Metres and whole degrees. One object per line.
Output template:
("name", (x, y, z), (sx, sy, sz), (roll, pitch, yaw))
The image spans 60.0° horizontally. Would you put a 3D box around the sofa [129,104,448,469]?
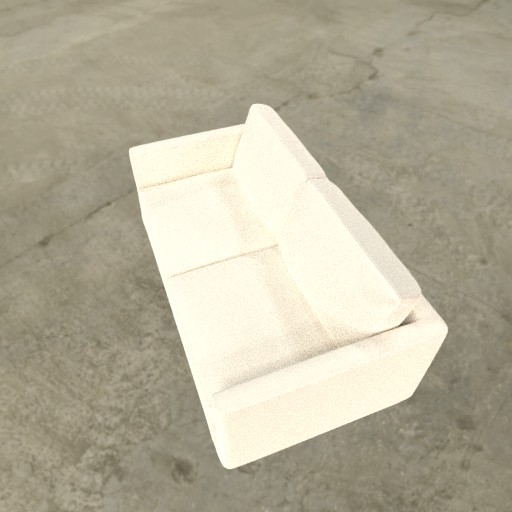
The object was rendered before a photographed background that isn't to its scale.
("sofa", (0.000, 0.000, 2.275), (0.964, 0.888, 1.702), (-16, 49, -14))
